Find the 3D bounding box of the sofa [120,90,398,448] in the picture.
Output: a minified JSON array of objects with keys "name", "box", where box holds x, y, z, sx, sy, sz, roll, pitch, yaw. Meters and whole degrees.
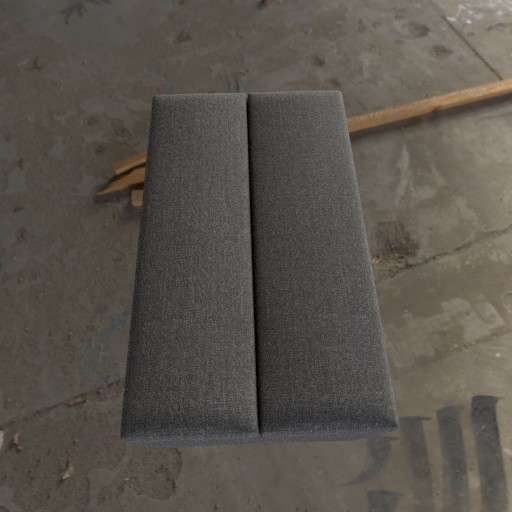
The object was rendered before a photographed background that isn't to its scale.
[{"name":"sofa","box":[0.000,0.000,1.568,0.782,0.417,1.198,-2,63,-1]}]
